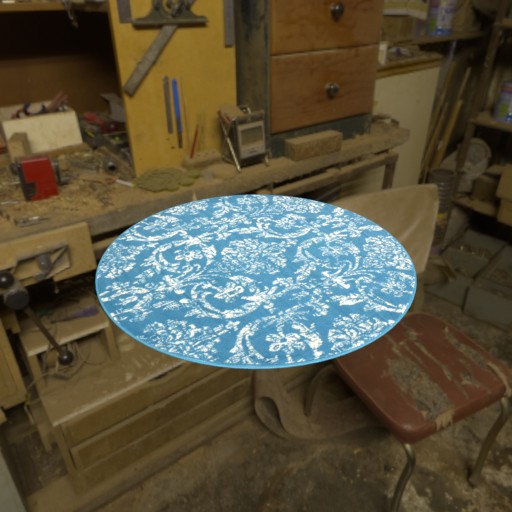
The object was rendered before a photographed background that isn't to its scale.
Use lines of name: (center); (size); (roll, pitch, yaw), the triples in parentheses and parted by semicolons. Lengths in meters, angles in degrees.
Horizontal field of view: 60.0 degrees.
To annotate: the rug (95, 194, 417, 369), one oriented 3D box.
rug: (0.000, 0.000, 2.301); (1.593, 0.012, 1.593); (0, 31, 0)
